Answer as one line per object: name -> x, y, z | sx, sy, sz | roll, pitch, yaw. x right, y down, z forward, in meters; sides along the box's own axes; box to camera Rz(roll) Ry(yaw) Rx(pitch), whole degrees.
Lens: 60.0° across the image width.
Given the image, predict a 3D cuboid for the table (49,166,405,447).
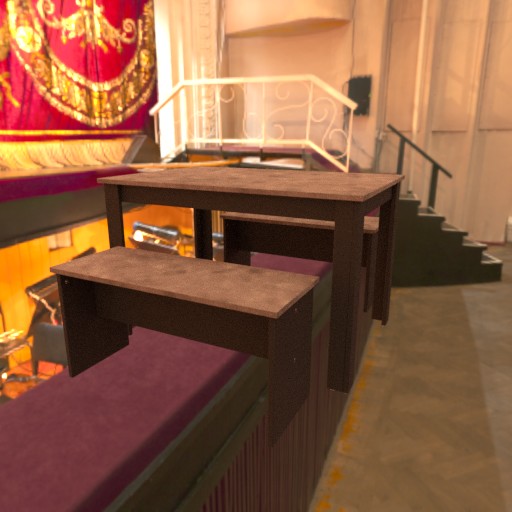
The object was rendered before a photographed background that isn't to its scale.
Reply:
table -> 0.000, 0.000, 1.979 | 1.100, 0.700, 1.443 | 8, 18, 26
